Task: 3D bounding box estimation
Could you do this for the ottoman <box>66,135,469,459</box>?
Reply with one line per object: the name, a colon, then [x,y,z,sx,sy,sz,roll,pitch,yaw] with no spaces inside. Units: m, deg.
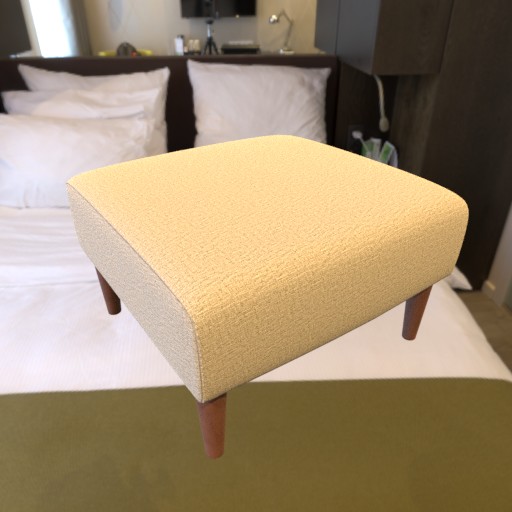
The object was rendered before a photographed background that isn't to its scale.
ottoman: [0.000,0.000,1.033,0.650,0.398,0.649,-20,35,-30]
